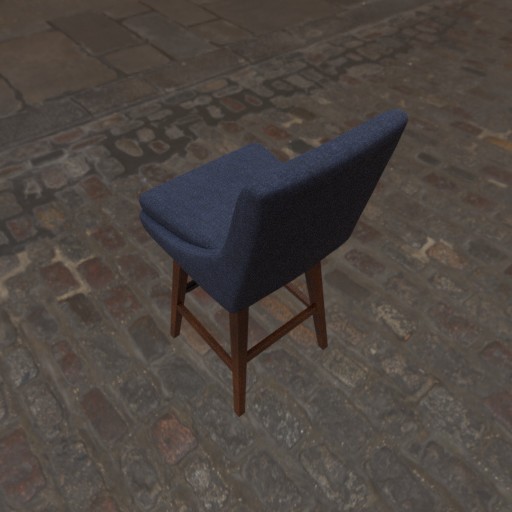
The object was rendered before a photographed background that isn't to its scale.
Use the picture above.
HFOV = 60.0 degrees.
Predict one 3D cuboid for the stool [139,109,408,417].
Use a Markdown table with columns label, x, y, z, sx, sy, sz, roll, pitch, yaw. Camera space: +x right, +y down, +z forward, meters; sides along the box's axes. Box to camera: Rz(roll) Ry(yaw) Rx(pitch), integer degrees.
| label | x | y | z | sx | sy | sz | roll | pitch | yaw |
| --- | --- | --- | --- | --- | --- | --- | --- | --- | --- |
| stool | 0.000 | 0.000 | 1.396 | 0.489 | 1.068 | 0.572 | -31 | 54 | -26 |
